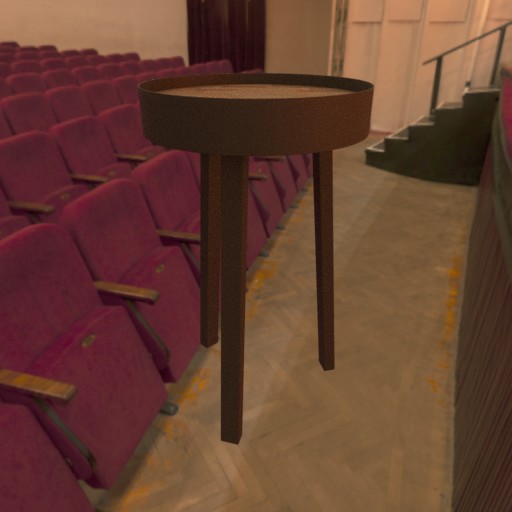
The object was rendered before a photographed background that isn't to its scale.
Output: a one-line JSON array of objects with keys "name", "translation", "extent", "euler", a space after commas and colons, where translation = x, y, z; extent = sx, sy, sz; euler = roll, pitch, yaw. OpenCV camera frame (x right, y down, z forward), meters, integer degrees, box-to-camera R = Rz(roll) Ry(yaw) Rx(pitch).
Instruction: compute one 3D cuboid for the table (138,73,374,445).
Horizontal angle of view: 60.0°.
[{"name": "table", "translation": [0.000, 0.000, 0.938], "extent": [0.406, 0.686, 0.406], "euler": [8, 28, 15]}]
